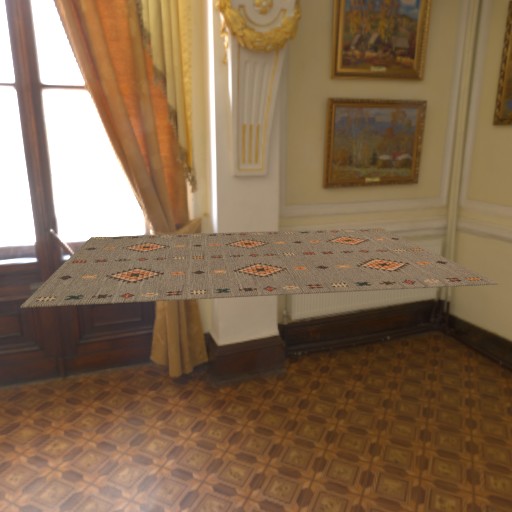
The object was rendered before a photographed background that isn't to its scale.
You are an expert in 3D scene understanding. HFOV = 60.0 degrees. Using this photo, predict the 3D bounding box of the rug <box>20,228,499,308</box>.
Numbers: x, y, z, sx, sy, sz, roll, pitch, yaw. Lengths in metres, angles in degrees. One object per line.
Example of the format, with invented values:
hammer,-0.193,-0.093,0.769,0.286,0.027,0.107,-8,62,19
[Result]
rug,0.000,0.000,2.948,2.427,0.007,1.515,-2,15,-8
